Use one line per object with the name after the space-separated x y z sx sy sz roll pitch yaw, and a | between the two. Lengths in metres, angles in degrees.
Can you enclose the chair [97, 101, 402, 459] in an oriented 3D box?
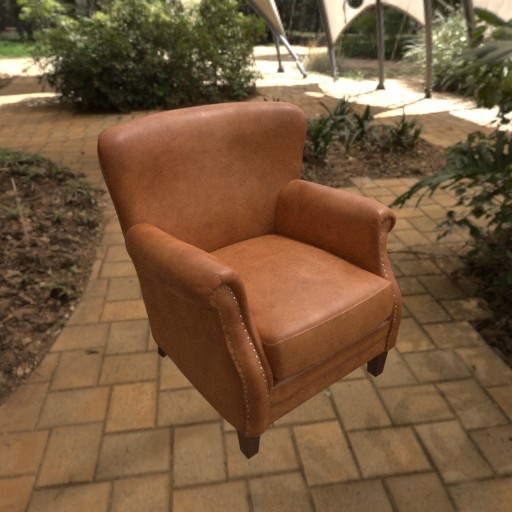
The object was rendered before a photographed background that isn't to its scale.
0.000 0.000 1.634 0.861 0.936 0.921 -21 36 -32 | chair
